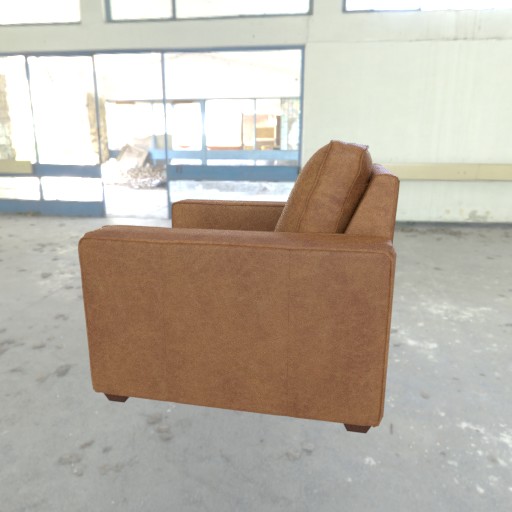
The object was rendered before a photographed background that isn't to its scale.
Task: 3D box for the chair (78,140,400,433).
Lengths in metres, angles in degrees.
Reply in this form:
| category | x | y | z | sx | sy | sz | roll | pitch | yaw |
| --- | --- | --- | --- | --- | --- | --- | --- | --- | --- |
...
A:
| category | x | y | z | sx | sy | sz | roll | pitch | yaw |
| --- | --- | --- | --- | --- | --- | --- | --- | --- | --- |
| chair | 0.000 | 0.000 | 1.776 | 1.027 | 0.901 | 0.987 | 2 | 15 | 9 |
